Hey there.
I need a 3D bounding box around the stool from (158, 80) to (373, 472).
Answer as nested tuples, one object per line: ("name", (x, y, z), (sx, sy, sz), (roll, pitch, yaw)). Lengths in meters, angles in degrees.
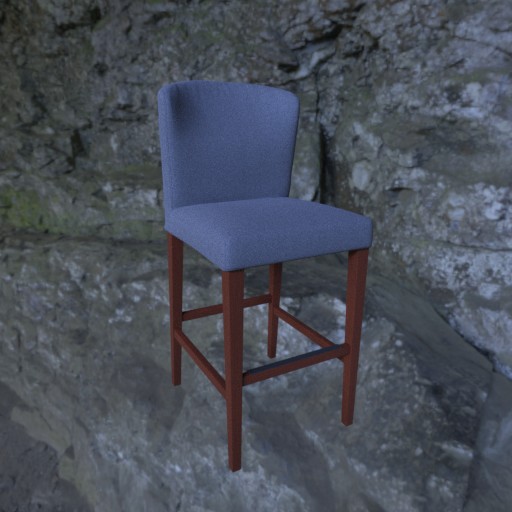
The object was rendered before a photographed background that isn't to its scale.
("stool", (0.000, 0.000, 1.399), (0.481, 1.069, 0.568), (-9, 19, -28))
